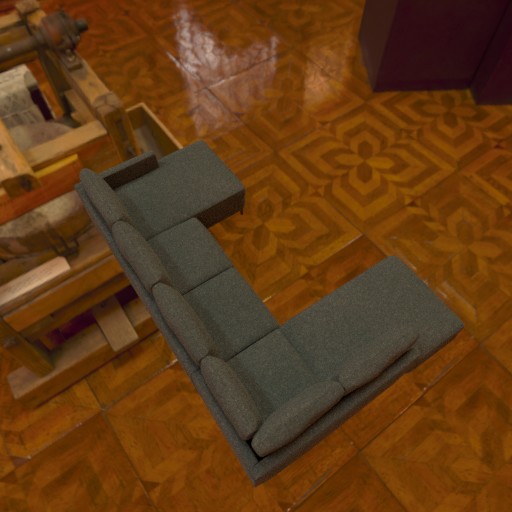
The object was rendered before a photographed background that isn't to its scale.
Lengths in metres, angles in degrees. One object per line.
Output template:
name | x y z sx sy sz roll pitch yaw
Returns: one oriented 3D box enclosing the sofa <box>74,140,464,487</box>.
sofa | 0.000 0.000 3.812 2.007 0.813 2.956 -30 63 -18
